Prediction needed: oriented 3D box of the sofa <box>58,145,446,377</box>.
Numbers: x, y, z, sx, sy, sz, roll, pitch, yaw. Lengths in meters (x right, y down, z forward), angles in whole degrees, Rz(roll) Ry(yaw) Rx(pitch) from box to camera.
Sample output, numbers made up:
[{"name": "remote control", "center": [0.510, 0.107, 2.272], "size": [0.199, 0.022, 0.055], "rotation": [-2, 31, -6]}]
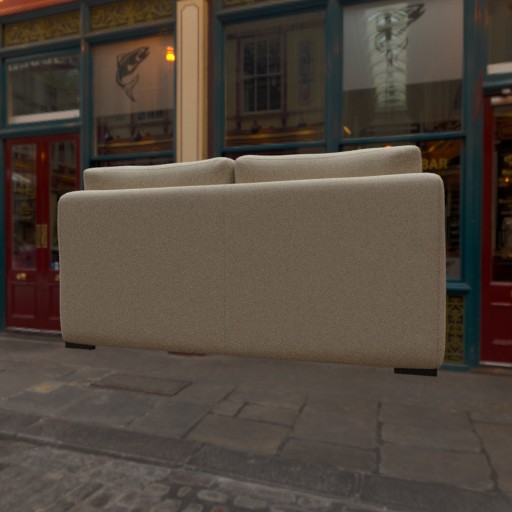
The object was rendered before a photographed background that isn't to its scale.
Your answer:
[{"name": "sofa", "center": [0.000, 0.000, 2.466], "size": [1.885, 0.967, 0.962], "rotation": [0, 0, 18]}]
